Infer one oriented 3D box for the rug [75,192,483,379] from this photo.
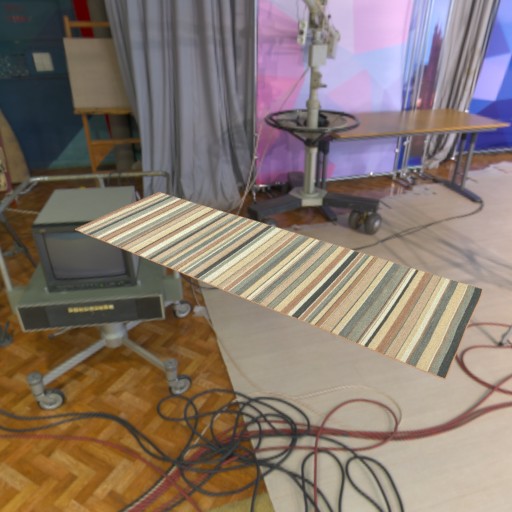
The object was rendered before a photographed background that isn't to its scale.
[{"bbox_3d":[0.000,0.000,2.707,2.444,0.010,0.799,19,35,29],"label":"rug"}]
